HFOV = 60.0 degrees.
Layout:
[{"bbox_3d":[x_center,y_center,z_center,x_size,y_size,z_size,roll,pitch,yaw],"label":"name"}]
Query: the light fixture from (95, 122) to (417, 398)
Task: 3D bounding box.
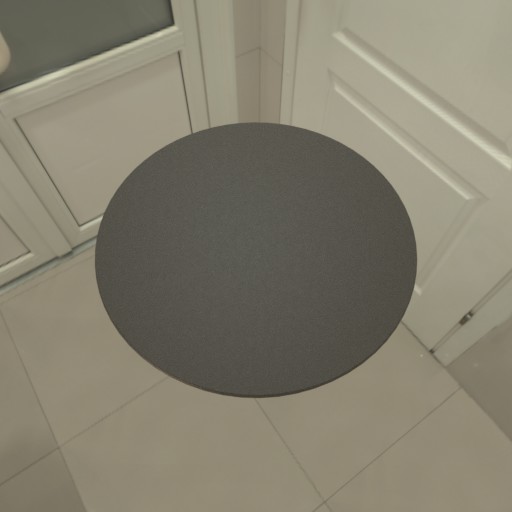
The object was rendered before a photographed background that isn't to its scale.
[{"bbox_3d":[0.000,0.000,0.554,0.368,0.100,0.368,0,59,0],"label":"light fixture"}]
